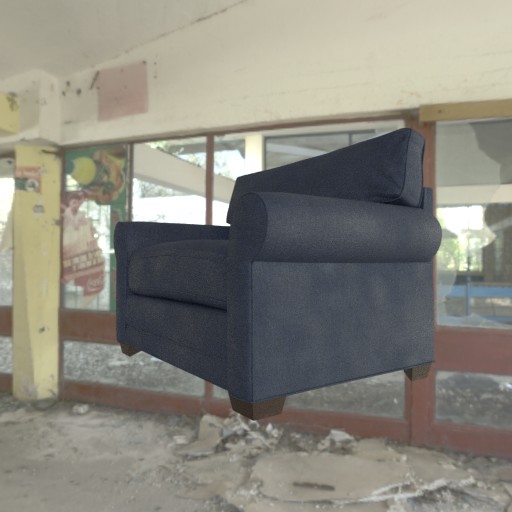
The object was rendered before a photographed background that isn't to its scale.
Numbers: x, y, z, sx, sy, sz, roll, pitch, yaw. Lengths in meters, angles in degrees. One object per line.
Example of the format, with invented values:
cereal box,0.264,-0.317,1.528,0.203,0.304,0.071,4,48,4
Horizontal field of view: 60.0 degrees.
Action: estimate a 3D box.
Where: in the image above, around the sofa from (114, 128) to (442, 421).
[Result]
sofa,0.000,0.000,2.065,0.938,1.004,1.405,0,-1,-35
